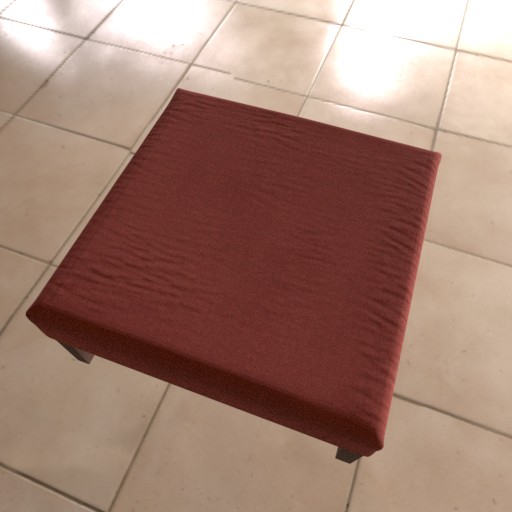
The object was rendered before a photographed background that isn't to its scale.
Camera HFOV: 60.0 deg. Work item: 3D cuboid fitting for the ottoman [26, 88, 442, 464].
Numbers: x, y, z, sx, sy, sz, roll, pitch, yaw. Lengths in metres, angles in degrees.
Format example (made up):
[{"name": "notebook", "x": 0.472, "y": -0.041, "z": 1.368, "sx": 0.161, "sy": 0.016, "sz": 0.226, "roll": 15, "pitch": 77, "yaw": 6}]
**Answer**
[{"name": "ottoman", "x": 0.000, "y": 0.000, "z": 1.348, "sx": 0.890, "sy": 0.411, "sz": 0.889, "roll": 17, "pitch": 61, "yaw": 10}]
